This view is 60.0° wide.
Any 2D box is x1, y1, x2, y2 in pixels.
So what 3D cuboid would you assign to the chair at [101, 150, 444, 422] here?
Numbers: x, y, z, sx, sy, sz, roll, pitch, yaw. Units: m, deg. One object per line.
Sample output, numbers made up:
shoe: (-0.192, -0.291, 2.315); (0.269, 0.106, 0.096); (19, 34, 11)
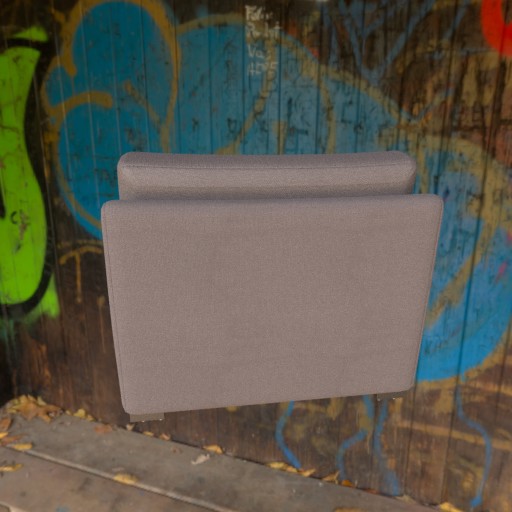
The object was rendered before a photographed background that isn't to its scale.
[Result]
chair: (0.000, 0.000, 1.987); (1.168, 0.940, 1.143); (-2, 15, -8)
